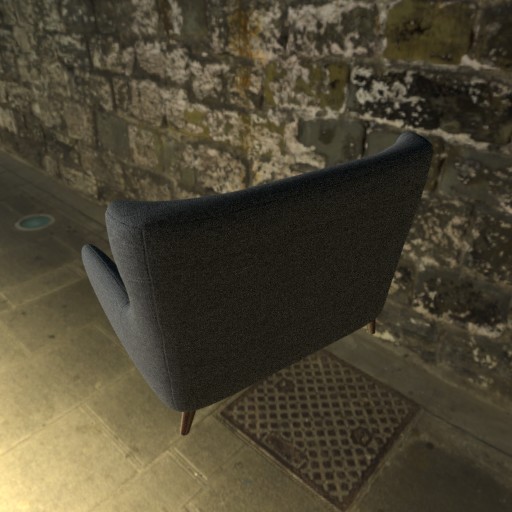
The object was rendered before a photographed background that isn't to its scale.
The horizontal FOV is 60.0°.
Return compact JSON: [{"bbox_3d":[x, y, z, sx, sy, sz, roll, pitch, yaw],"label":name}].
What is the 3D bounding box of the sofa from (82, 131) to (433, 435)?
[{"bbox_3d":[0.000,0.000,1.999,1.358,1.028,0.874,-19,36,-29],"label":"sofa"}]
